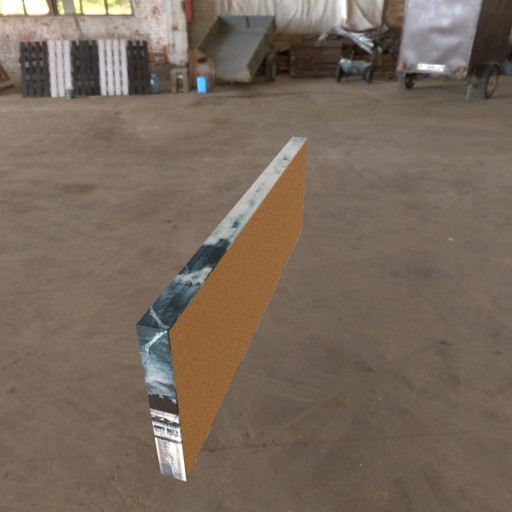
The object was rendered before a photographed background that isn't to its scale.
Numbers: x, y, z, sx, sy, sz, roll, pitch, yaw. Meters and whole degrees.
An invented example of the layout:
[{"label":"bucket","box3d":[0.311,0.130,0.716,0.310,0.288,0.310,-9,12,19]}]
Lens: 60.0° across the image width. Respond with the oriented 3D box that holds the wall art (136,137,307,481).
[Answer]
[{"label":"wall art","box3d":[0.000,0.000,0.833,0.037,0.251,0.759,8,31,14]}]
